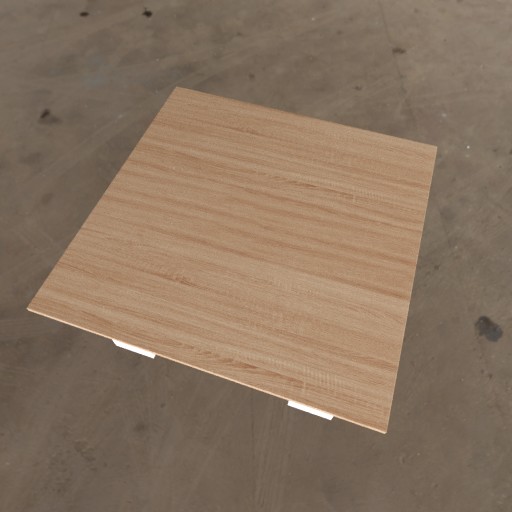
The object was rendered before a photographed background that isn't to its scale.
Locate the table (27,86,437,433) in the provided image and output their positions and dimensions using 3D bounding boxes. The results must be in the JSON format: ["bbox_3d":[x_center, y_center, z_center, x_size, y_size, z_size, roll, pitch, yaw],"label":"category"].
[{"bbox_3d":[0.000,0.000,1.060,0.670,0.305,0.670,16,60,10],"label":"table"}]
